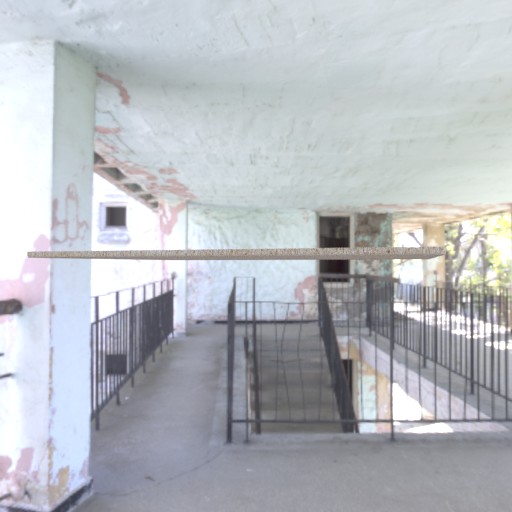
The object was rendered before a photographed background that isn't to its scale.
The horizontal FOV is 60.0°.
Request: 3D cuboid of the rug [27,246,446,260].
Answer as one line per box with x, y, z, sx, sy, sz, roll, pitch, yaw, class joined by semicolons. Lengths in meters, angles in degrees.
0.000;0.000;2.127;1.600;0.025;1.199;0;-1;19;rug
